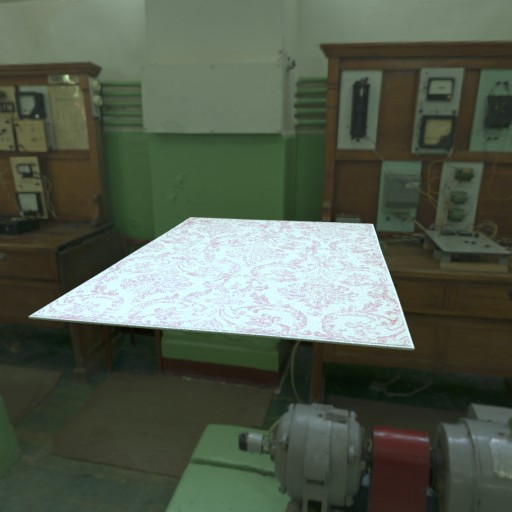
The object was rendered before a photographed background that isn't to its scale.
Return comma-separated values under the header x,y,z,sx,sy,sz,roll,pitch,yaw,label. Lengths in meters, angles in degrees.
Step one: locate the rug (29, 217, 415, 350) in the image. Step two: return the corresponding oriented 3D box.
x,y,z,sx,sy,sz,roll,pitch,yaw,label
0.000,0.000,2.813,1.598,0.014,2.202,3,17,10,rug
